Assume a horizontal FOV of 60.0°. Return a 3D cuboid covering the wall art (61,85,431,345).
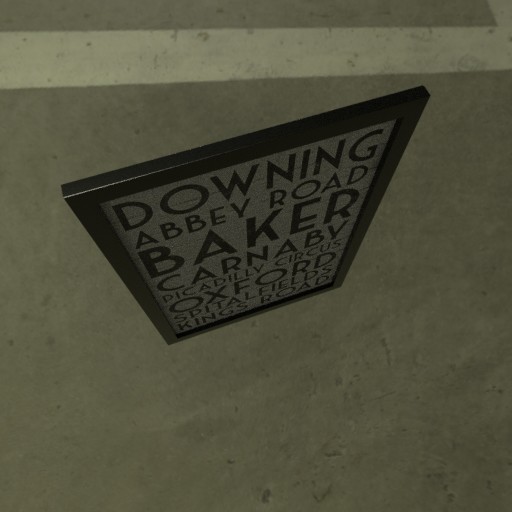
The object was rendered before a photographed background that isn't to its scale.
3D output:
[{"bbox_3d":[0.000,0.000,0.544,0.304,0.432,0.013,-18,66,-8],"label":"wall art"}]
